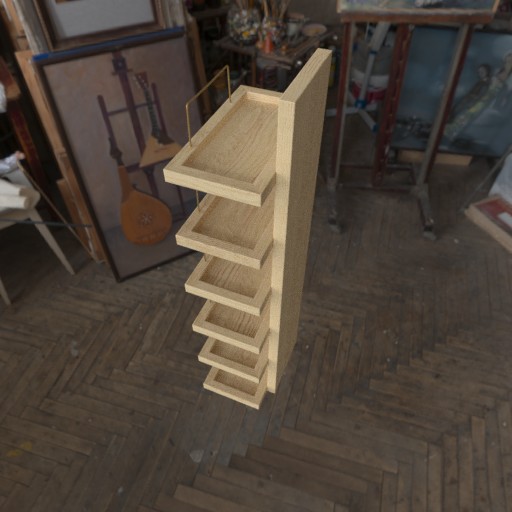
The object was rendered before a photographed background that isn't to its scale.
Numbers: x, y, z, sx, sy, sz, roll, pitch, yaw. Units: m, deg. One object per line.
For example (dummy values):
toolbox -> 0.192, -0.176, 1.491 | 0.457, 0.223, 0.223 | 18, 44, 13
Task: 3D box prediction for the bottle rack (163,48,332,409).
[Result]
bottle rack -> 0.000, 0.000, 1.083 | 0.206, 0.943, 0.330 | 17, 50, 15
